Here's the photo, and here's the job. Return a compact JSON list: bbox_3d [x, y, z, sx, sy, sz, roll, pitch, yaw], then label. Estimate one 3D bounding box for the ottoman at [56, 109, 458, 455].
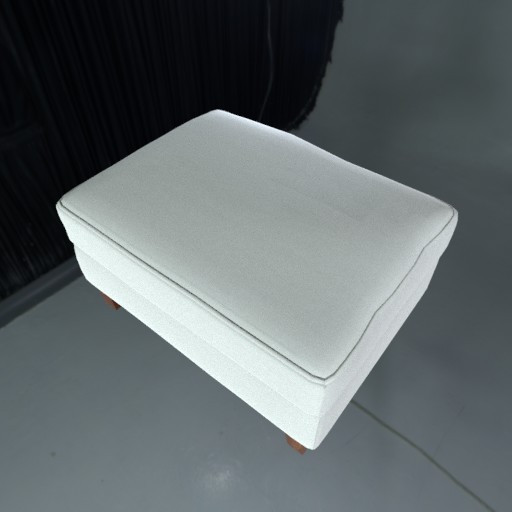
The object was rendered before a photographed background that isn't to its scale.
[{"bbox_3d":[0.000,0.000,1.219,0.818,0.479,0.634,30,53,26],"label":"ottoman"}]
